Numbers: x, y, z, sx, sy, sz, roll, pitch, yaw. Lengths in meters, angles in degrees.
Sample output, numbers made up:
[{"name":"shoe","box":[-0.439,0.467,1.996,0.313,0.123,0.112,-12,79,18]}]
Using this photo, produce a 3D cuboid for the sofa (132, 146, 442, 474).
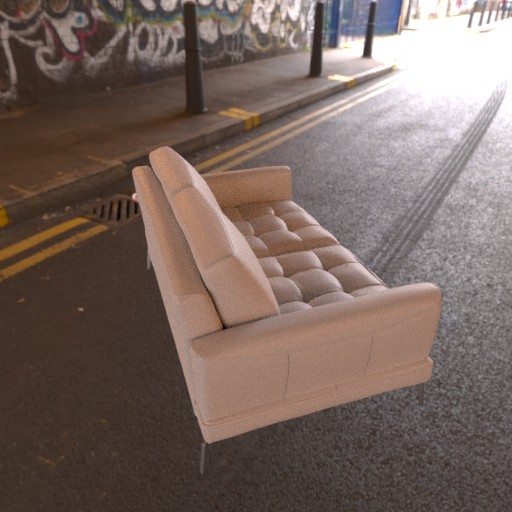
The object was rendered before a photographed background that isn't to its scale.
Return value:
[{"name":"sofa","box":[0.000,0.000,2.471,1.121,0.930,1.819,-10,32,-17]}]
